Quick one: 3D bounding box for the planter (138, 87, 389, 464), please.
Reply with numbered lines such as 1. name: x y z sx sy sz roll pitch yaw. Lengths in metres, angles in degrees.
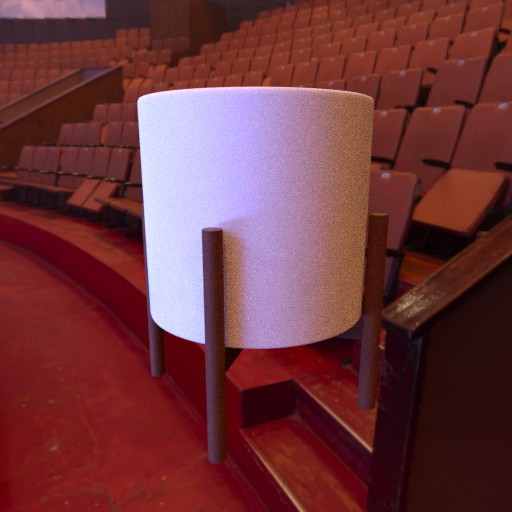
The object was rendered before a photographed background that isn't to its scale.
1. planter: 0.000 0.000 0.880 0.420 0.581 0.421 -7 15 -25
